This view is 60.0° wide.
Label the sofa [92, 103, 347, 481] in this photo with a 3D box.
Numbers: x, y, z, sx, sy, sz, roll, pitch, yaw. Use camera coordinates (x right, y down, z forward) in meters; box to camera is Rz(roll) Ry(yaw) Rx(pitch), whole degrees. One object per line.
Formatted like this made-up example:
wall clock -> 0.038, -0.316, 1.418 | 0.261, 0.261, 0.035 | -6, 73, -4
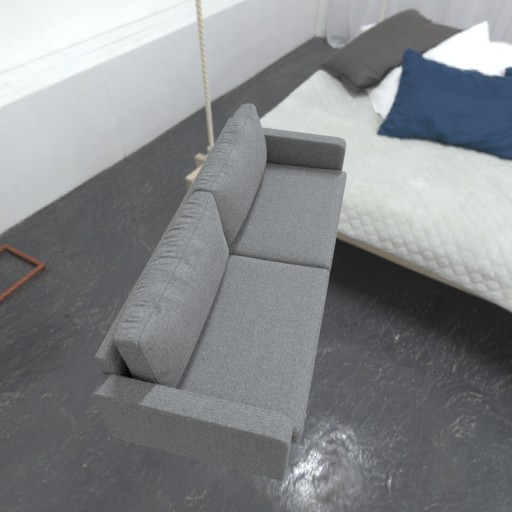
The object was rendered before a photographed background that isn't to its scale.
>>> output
sofa -> 0.000, 0.000, 2.607 | 0.880, 0.880, 2.200 | 10, 47, 9
